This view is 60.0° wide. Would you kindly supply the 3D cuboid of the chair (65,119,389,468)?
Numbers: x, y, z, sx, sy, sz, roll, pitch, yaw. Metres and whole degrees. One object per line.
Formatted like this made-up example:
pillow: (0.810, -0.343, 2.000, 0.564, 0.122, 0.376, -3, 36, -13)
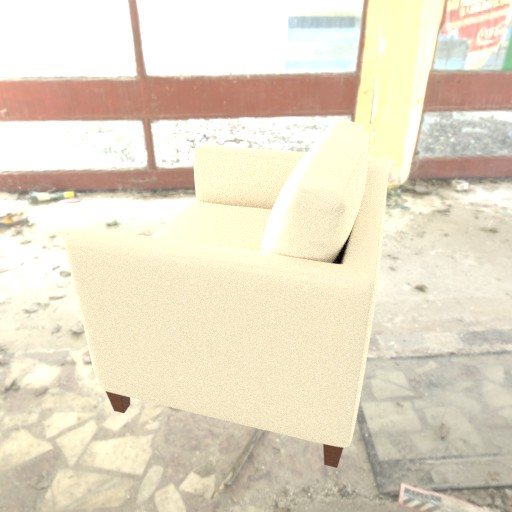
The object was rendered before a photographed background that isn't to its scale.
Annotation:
chair: (0.000, 0.000, 1.650, 0.878, 0.885, 1.019, 8, 31, 14)
